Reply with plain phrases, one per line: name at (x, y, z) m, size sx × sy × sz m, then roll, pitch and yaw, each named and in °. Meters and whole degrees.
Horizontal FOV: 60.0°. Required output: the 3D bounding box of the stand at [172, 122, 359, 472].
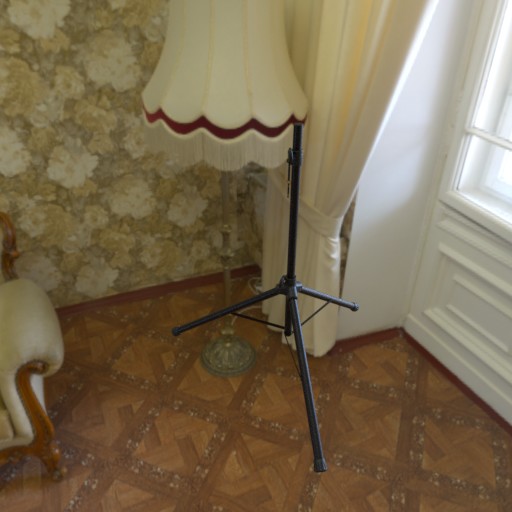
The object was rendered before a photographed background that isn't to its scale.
stand at (0.000, 0.000, 1.873) m, size 0.907 × 1.136 × 1.045 m, roll 11°, pitch 34°, yaw 16°
